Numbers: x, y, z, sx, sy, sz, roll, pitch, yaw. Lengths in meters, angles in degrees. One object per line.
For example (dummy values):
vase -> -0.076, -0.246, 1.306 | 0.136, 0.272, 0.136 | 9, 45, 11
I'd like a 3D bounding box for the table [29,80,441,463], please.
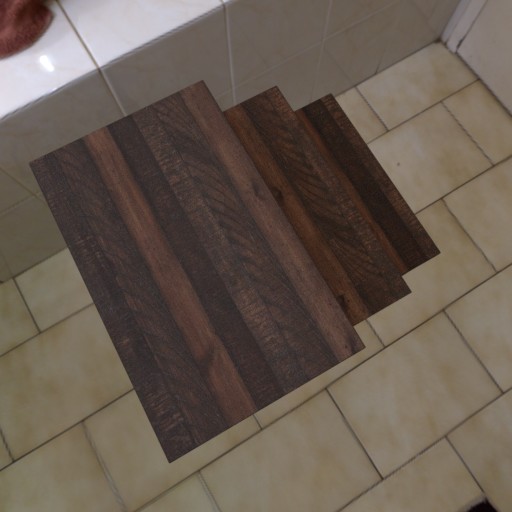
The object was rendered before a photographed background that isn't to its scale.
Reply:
table -> 0.000, 0.000, 1.119 | 0.660, 0.616, 0.608 | -28, 77, -7
